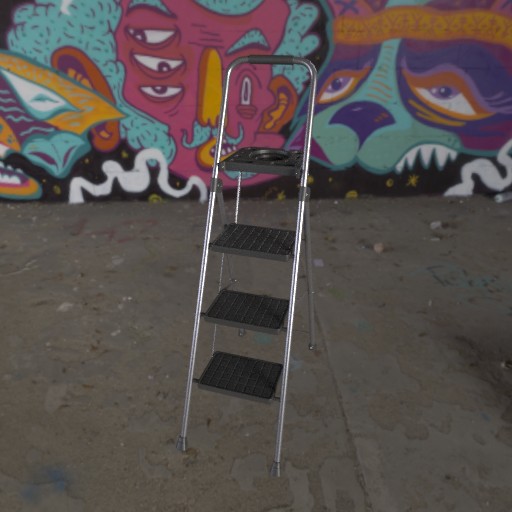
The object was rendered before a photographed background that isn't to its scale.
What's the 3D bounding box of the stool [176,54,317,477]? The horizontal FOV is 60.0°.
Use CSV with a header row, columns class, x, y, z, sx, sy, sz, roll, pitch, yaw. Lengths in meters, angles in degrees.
class,x,y,z,sx,sy,sz,roll,pitch,yaw
stool,0.000,0.000,1.567,0.396,1.277,0.733,8,29,15
